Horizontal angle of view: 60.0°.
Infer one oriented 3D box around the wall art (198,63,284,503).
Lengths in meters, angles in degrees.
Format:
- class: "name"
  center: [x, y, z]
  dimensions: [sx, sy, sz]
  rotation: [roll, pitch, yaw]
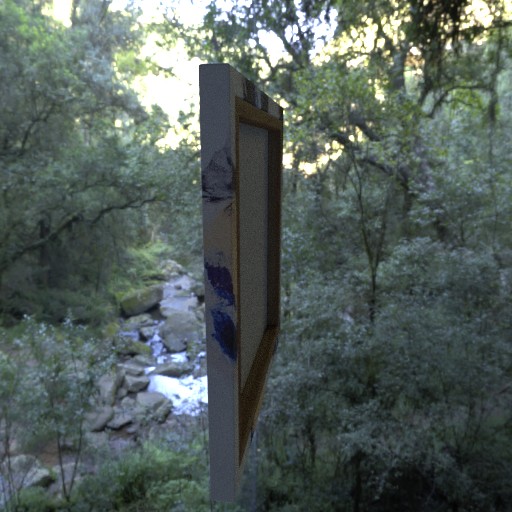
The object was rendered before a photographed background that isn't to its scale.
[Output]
- class: "wall art"
  center: [0.000, 0.000, 0.879]
  dimensions: [0.039, 0.609, 0.609]
  rotation: [2, 14, 9]
